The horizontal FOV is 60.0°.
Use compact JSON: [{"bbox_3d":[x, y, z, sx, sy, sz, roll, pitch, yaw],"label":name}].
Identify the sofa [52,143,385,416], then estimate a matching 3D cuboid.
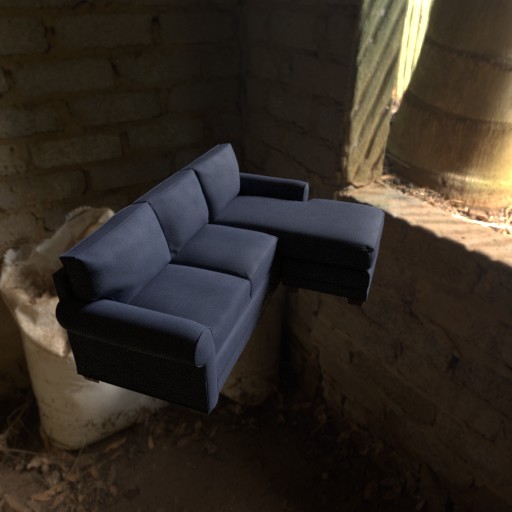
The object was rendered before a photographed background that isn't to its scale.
[{"bbox_3d":[0.000,0.000,3.508,1.780,1.063,2.567,10,33,17],"label":"sofa"}]
